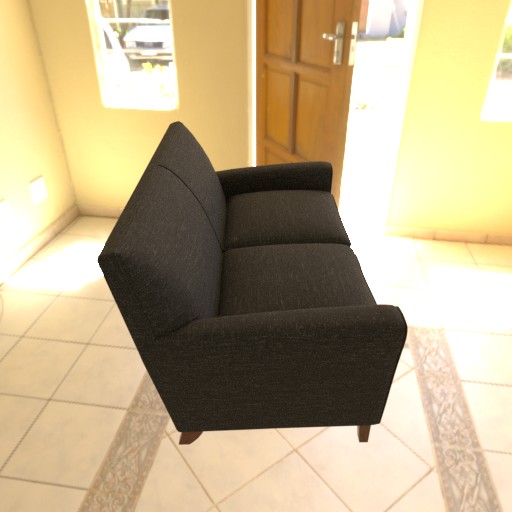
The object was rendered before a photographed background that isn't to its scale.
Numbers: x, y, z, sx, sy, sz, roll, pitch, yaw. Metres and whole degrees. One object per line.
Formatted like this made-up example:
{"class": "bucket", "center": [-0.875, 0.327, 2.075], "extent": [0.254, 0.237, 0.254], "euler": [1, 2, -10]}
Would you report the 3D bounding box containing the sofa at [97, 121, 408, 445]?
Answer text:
{"class": "sofa", "center": [0.000, 0.000, 1.964], "extent": [0.875, 0.846, 1.420], "euler": [-1, 31, -1]}
